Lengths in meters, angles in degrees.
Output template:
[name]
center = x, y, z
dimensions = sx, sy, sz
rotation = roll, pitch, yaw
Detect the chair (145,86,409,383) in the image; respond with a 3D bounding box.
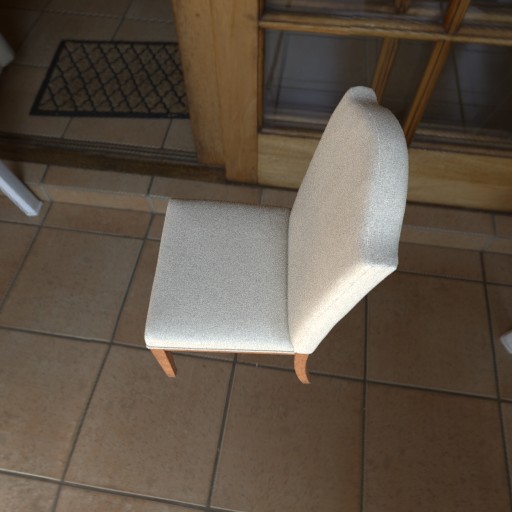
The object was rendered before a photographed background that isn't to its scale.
[chair]
center = 0.000, 0.000, 1.368
dimensions = 0.648, 1.012, 0.534
rotation = 2, 59, 1
